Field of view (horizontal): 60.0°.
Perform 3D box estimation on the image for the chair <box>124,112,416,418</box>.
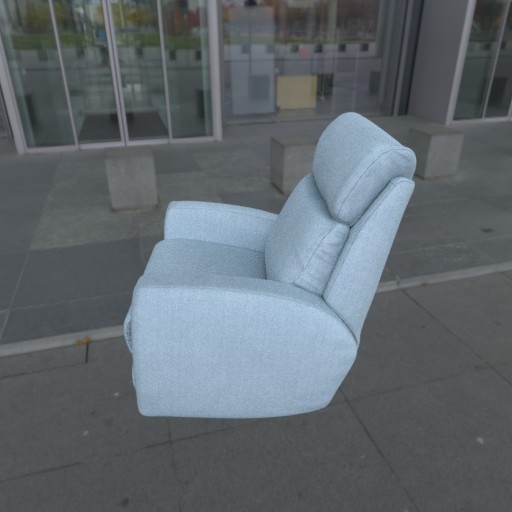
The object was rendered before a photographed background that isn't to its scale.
[{"bbox_3d":[0.000,0.000,1.728,0.940,1.013,0.812,-1,27,-1],"label":"chair"}]
